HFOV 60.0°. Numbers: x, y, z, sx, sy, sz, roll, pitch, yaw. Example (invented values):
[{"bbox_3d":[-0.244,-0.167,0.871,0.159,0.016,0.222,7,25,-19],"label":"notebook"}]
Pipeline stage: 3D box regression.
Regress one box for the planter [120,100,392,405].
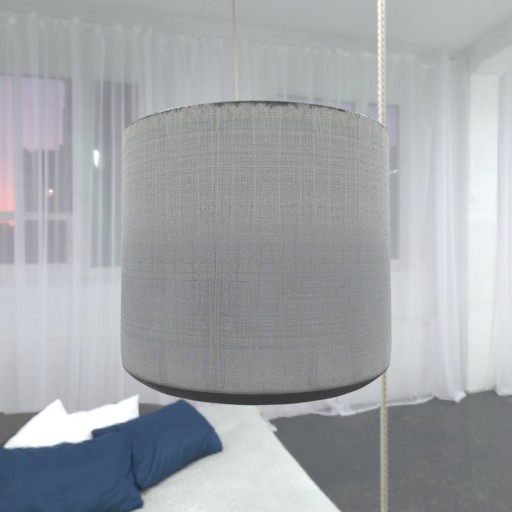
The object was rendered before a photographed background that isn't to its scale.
[{"bbox_3d":[0.000,0.000,0.433,0.254,0.221,0.254,0,0,0],"label":"planter"}]
